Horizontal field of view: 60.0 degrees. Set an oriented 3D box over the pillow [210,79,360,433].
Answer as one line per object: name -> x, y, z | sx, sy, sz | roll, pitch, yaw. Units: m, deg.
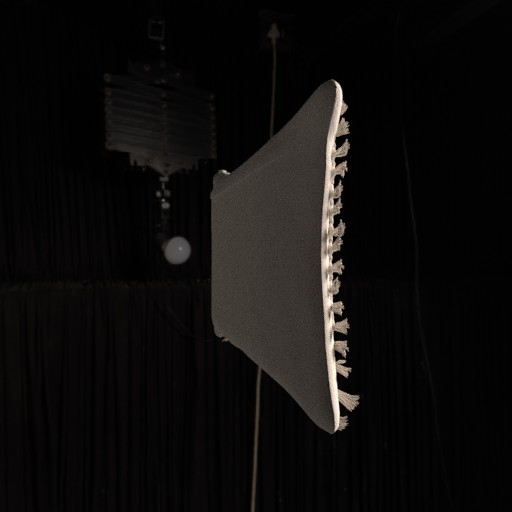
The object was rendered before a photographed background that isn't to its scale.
pillow -> 0.000, 0.000, 0.591 | 0.084, 0.305, 0.466 | 0, 0, -17
